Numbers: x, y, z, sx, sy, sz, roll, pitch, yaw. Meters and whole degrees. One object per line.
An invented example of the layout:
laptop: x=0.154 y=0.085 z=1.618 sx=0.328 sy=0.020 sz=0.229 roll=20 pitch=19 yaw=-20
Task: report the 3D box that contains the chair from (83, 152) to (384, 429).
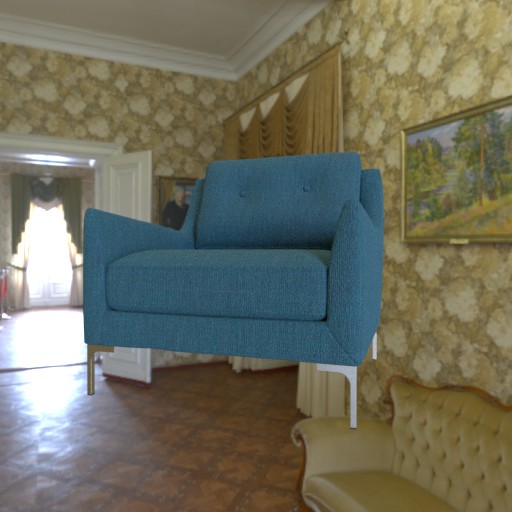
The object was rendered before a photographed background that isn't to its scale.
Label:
chair: x=0.000 y=0.000 z=1.579 sx=0.847 sy=0.828 sz=0.849 roll=0 pitch=1 yaw=19
